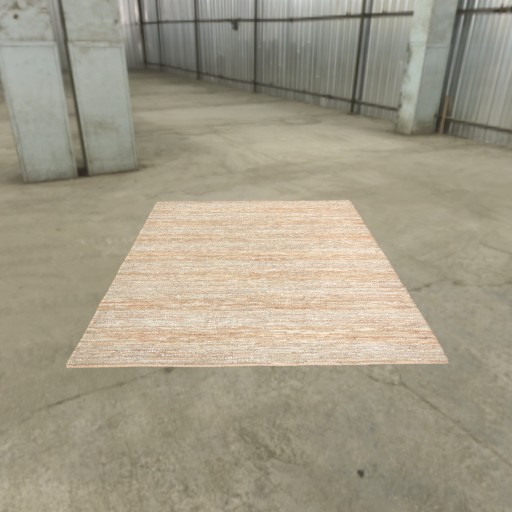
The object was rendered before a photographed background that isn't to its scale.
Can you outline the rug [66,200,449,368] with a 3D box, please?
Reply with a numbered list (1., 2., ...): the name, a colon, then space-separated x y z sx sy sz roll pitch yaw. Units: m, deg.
1. rug: 0.000 0.000 3.944 2.313 0.009 2.939 0 26 -1
